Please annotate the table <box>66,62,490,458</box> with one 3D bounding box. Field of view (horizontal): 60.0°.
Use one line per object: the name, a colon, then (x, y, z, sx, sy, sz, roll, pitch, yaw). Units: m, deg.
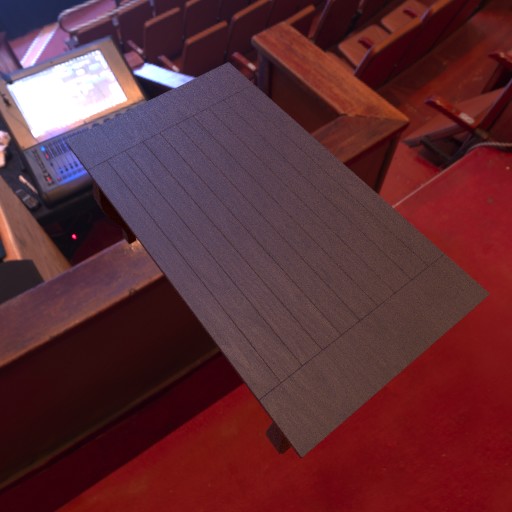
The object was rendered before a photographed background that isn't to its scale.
table: (0.000, 0.000, 1.385, 0.600, 0.494, 1.062, -34, 66, -18)
